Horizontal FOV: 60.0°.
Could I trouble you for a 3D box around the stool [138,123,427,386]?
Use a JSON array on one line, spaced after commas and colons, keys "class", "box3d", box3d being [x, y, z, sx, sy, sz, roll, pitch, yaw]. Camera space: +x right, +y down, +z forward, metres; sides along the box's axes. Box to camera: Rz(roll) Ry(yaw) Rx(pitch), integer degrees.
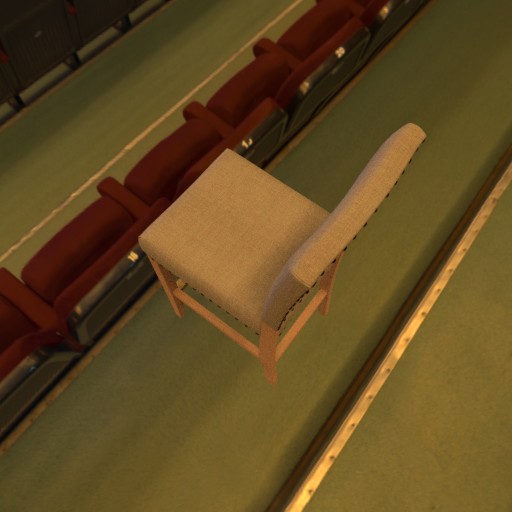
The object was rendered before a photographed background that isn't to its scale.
[{"class": "stool", "box3d": [0.000, 0.000, 1.432, 0.585, 1.173, 0.445, 35, 69, 15]}]
